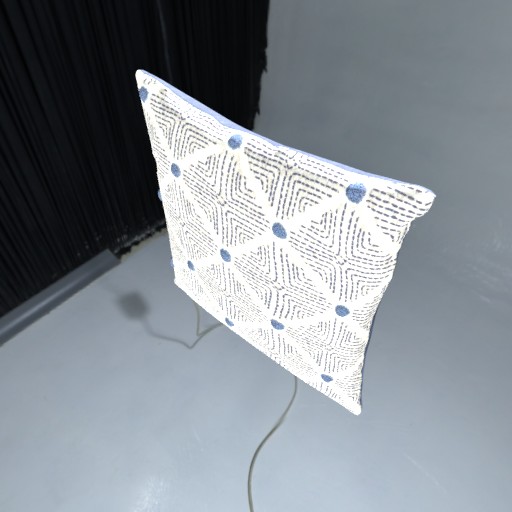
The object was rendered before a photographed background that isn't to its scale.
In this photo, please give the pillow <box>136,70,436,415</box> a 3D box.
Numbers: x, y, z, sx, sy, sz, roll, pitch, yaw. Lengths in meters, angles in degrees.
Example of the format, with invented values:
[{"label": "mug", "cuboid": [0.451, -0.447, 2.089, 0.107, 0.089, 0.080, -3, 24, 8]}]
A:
[{"label": "pillow", "cuboid": [0.000, 0.000, 0.766, 0.510, 0.510, 0.145, 31, 53, 28]}]
